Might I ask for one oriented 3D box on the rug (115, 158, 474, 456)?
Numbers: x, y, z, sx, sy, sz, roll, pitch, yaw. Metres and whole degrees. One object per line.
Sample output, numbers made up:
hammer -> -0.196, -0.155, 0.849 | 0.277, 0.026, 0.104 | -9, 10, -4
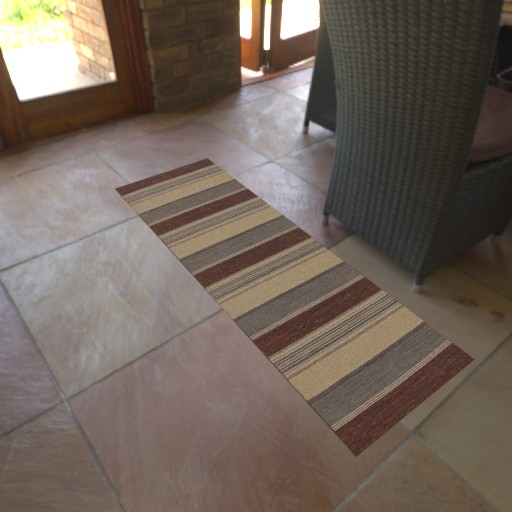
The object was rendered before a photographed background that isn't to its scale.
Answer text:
rug -> 0.000, 0.000, 2.673 | 0.792, 0.006, 2.437 | -25, 47, -26
